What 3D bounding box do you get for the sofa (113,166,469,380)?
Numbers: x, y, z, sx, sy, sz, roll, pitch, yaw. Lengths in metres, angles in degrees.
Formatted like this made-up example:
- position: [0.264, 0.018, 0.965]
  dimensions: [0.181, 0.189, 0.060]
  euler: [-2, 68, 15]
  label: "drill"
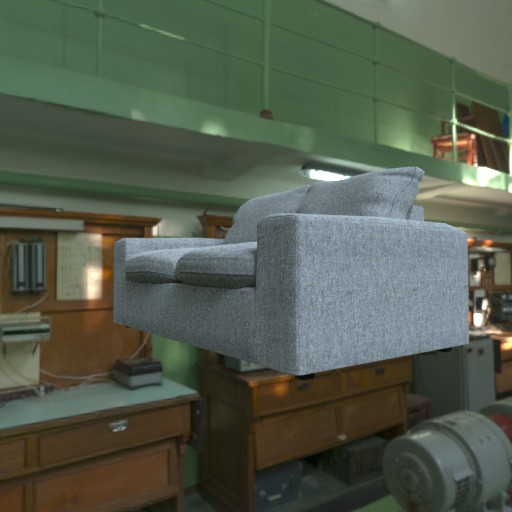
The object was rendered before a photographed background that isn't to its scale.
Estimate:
- position: [0.000, 0.000, 2.388]
  dimensions: [1.094, 0.877, 1.758]
  euler: [1, -2, -36]
  label: "sofa"
